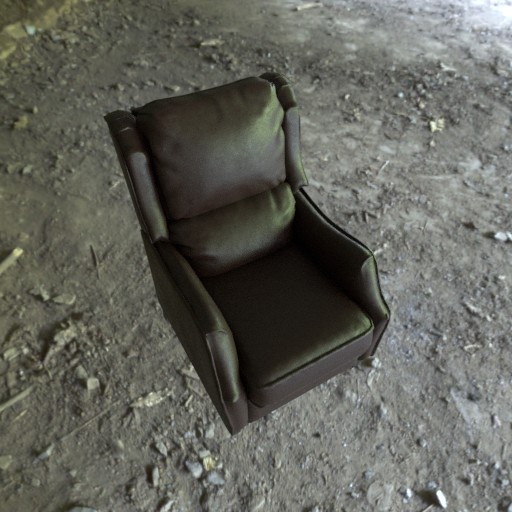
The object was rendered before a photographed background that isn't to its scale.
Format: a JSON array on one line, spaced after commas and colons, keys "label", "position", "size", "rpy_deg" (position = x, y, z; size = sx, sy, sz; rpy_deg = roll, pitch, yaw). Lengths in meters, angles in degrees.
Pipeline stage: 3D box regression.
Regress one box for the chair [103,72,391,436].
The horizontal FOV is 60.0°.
[{"label": "chair", "position": [0.000, 0.000, 1.799], "size": [0.770, 1.132, 0.982], "rpy_deg": [-23, 50, -20]}]
